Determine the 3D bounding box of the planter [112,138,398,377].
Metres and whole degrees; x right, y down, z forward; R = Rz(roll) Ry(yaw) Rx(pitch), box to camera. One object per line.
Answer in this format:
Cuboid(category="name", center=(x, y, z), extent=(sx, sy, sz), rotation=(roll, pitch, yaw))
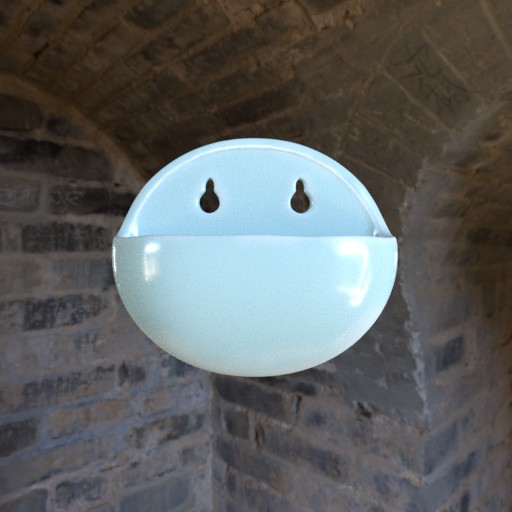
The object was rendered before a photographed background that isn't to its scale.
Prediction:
Cuboid(category="planter", center=(0.000, 0.000, 0.278), extent=(0.189, 0.164, 0.073), rotation=(0, 0, -1))
